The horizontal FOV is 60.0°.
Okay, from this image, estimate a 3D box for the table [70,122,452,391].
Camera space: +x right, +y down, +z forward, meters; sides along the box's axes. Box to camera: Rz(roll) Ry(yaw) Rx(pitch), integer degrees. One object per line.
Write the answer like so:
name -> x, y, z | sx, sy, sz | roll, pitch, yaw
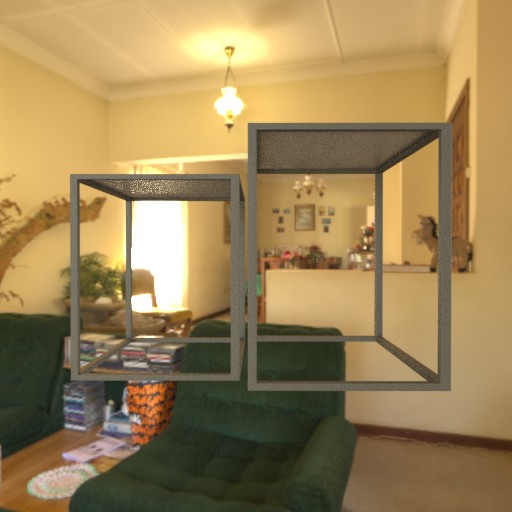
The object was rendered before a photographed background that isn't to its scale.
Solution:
table -> 0.000, 0.000, 1.146 | 0.788, 0.540, 0.508 | 0, 1, 0
